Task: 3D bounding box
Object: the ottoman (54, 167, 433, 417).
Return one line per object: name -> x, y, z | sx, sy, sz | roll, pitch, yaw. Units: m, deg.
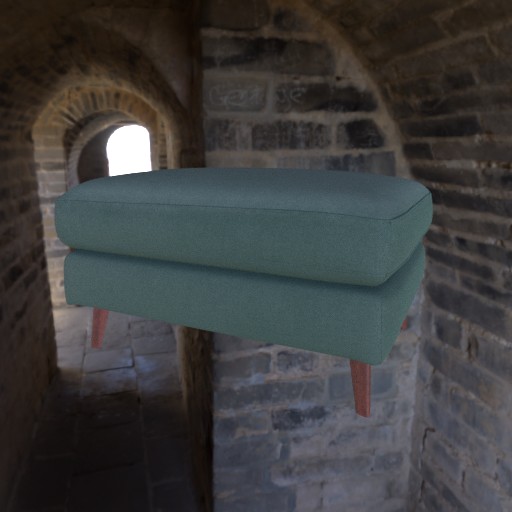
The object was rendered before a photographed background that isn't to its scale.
ottoman -> 0.000, 0.000, 1.154 | 0.811, 0.449, 0.608 | 6, 15, 25
